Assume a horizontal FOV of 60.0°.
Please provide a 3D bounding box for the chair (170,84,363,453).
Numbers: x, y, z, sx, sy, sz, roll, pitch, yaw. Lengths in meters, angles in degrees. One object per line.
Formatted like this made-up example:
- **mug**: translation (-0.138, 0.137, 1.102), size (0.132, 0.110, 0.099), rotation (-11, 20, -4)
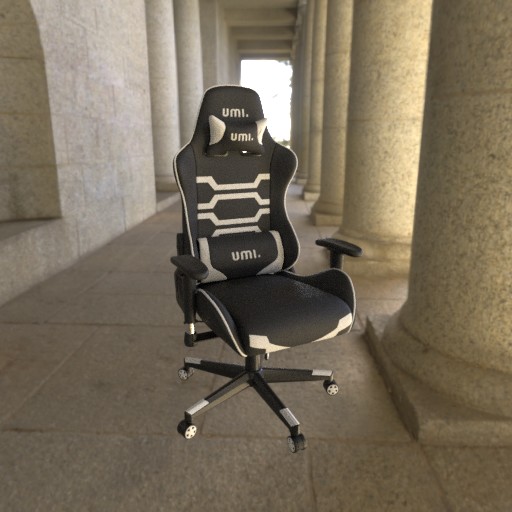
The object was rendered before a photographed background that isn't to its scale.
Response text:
- **chair**: translation (0.000, 0.000, 1.653), size (0.700, 1.240, 0.700), rotation (-7, 17, -25)
